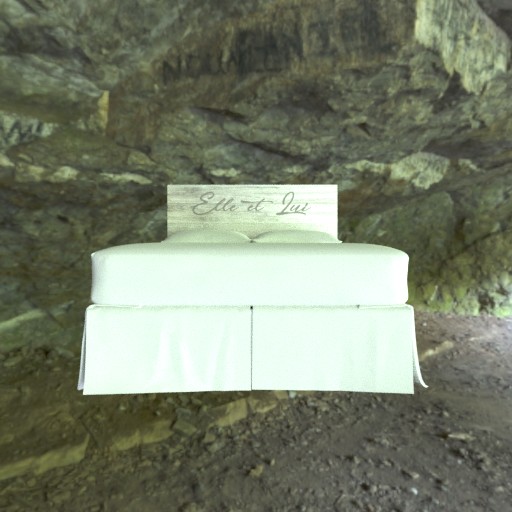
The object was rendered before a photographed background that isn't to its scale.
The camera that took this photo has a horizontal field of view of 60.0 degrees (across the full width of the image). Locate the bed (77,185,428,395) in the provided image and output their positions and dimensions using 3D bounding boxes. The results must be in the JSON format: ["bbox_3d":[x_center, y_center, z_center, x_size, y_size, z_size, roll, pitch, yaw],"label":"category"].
[{"bbox_3d":[0.000,0.000,3.150,1.745,1.335,2.094,0,0,0],"label":"bed"}]
